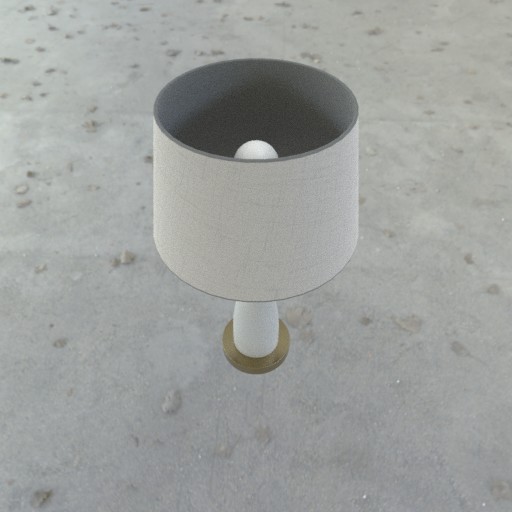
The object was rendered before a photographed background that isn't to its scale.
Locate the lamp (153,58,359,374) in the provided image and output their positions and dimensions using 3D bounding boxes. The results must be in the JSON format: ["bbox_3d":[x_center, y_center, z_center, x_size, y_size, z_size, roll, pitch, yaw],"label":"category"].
[{"bbox_3d":[0.000,0.000,0.732,0.309,0.545,0.309,0,47,0],"label":"lamp"}]
